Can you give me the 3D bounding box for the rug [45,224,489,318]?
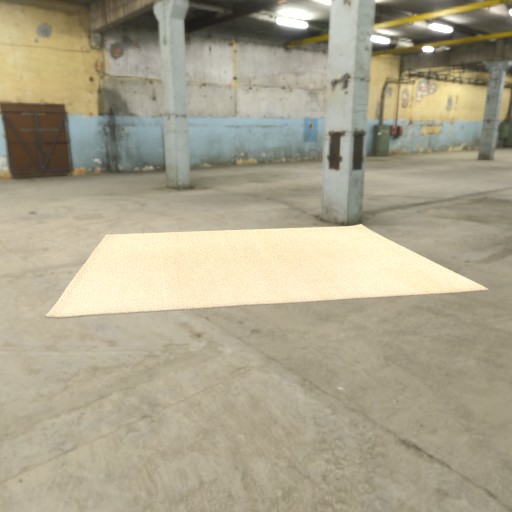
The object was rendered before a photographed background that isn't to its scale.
[{"bbox_3d":[0.000,0.000,3.903,2.897,0.035,2.277,-3,16,-9],"label":"rug"}]
